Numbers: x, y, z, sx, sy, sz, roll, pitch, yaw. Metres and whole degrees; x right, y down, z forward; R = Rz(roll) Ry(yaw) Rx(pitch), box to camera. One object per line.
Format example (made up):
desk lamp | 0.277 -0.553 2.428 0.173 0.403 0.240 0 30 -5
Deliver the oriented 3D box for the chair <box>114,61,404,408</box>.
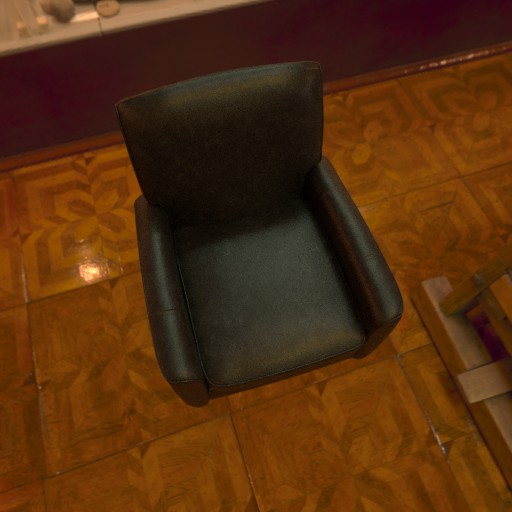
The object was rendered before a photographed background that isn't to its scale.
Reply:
chair | 0.000 0.000 1.653 0.848 1.014 0.864 -15 64 -7
